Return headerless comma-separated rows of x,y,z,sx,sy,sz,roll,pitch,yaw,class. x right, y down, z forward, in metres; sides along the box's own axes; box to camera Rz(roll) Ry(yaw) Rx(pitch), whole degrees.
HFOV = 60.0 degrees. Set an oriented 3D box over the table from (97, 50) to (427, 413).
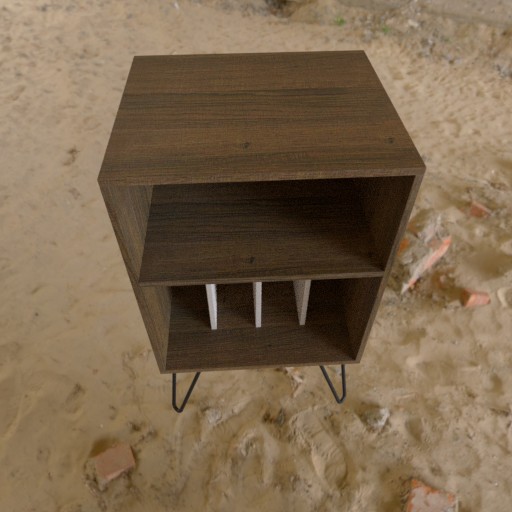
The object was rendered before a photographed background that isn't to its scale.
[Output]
0.000,0.000,1.166,0.526,0.866,0.457,-2,47,-2,table
